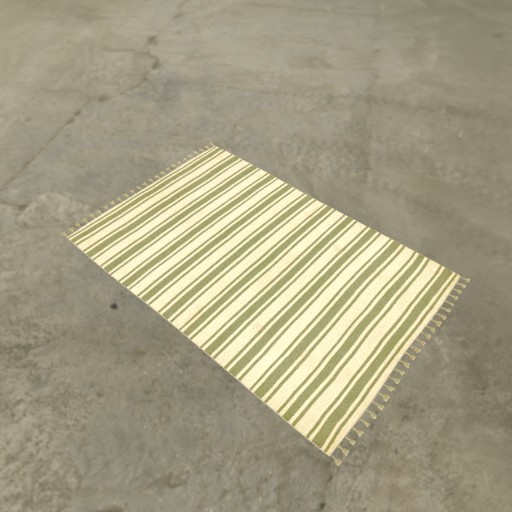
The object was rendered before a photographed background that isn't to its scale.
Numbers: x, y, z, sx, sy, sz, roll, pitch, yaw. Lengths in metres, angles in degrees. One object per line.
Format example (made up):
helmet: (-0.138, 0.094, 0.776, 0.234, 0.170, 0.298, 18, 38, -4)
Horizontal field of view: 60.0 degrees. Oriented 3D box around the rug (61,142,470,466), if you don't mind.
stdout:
rug: (0.000, 0.000, 3.062, 2.435, 0.018, 1.540, 33, 56, 26)
